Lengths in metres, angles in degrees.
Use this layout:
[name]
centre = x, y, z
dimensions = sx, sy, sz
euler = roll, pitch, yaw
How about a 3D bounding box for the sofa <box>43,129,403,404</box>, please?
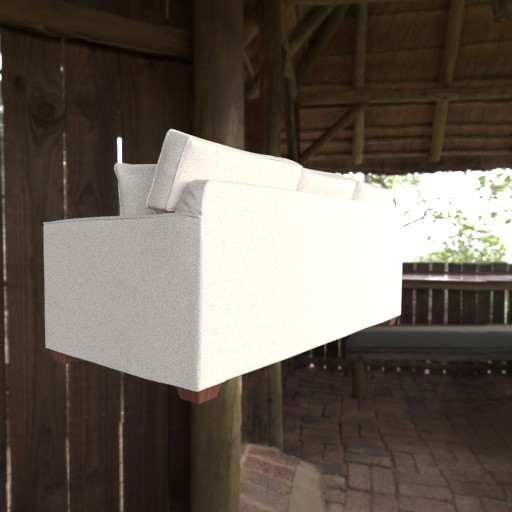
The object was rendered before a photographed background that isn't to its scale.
[sofa]
centre = 0.000, 0.000, 2.511
dimensions = 1.034, 0.946, 1.963
euler = 1, 2, 37
